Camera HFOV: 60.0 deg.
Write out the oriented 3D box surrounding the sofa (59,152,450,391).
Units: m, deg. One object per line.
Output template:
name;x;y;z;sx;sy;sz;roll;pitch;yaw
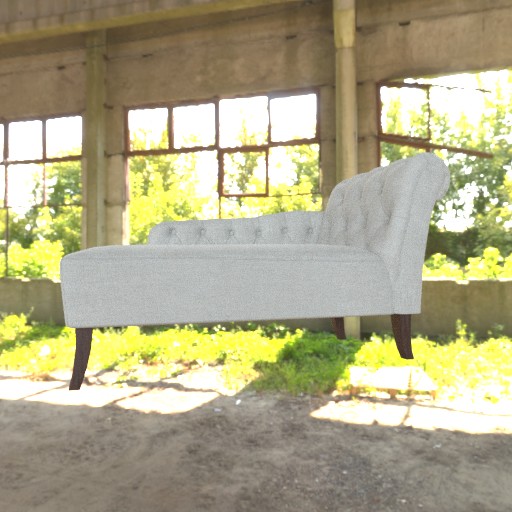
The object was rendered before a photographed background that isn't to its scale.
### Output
sofa;0.000;0.000;1.753;1.379;0.787;0.675;1;-2;-19
